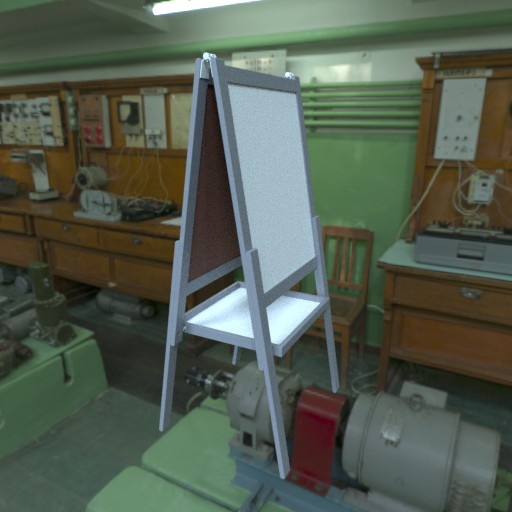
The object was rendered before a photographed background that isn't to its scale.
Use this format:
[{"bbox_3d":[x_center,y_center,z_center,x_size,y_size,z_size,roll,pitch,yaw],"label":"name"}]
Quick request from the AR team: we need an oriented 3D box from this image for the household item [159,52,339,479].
[{"bbox_3d":[0.000,0.000,1.469,0.469,1.172,0.531,9,19,26],"label":"household item"}]
